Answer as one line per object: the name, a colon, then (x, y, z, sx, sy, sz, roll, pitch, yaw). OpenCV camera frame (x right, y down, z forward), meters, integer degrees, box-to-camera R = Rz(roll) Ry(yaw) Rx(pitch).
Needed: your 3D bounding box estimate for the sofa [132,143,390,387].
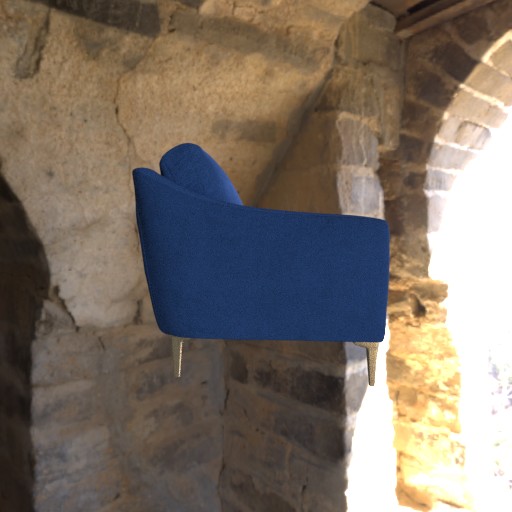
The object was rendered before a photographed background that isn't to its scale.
sofa: (0.000, 0.000, 2.536, 0.960, 0.903, 2.036, 0, 1, 0)
